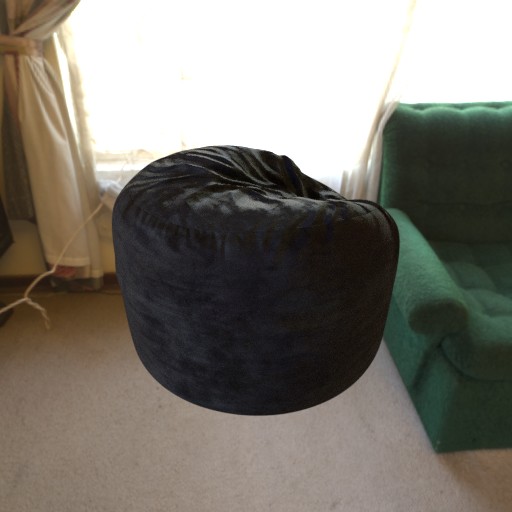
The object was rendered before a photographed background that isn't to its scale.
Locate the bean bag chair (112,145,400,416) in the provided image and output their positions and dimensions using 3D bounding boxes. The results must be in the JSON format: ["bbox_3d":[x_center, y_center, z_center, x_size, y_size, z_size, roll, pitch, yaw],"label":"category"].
[{"bbox_3d":[0.000,0.000,1.509,0.918,0.616,0.918,0,30,0],"label":"bean bag chair"}]
